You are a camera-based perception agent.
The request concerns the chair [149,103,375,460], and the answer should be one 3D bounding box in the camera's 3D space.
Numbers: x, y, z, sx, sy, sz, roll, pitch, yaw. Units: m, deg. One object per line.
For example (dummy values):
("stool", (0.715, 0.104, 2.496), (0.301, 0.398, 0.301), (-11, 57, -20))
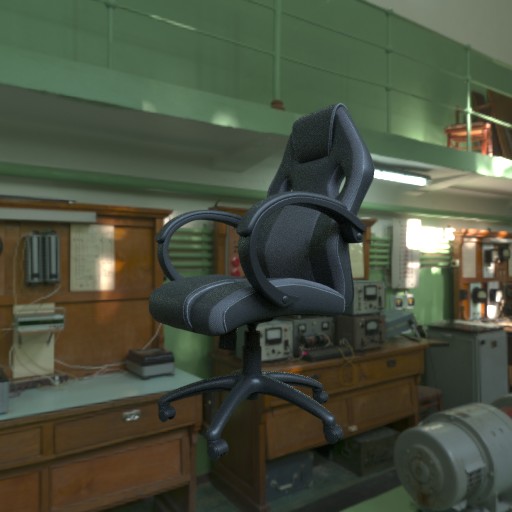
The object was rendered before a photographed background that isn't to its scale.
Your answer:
("chair", (0.000, 0.000, 1.618), (0.724, 1.187, 0.673), (0, -1, -35))
